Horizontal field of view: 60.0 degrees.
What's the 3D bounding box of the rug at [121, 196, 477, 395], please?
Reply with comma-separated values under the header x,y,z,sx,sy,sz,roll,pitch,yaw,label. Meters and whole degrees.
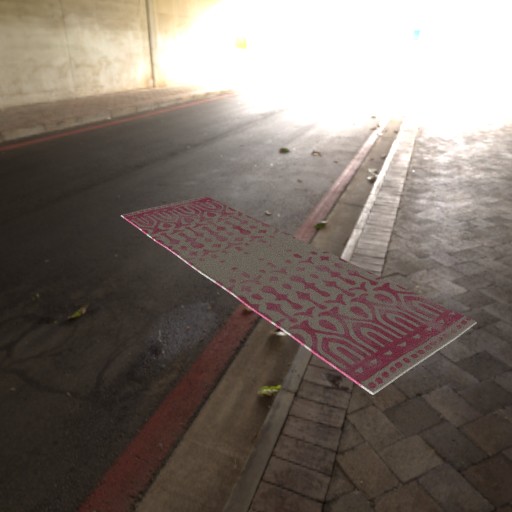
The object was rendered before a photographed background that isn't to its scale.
x,y,z,sx,sy,sz,roll,pitch,yaw,label
0.000,0.000,2.751,0.787,0.011,2.458,-18,31,-33,rug
